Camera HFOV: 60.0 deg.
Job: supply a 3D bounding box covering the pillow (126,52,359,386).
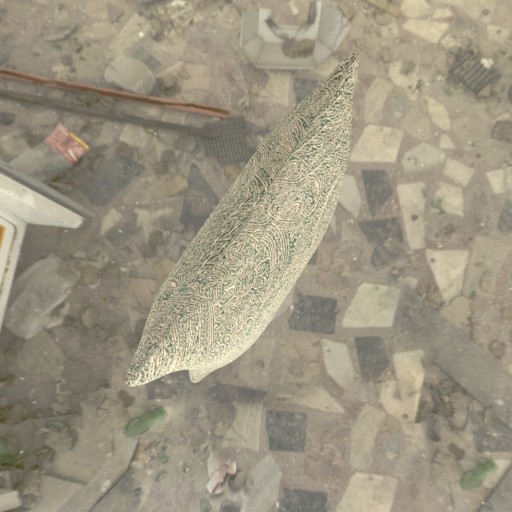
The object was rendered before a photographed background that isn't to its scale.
[{"bbox_3d":[0.000,0.000,0.795,0.166,0.507,0.526,32,78,8],"label":"pillow"}]
